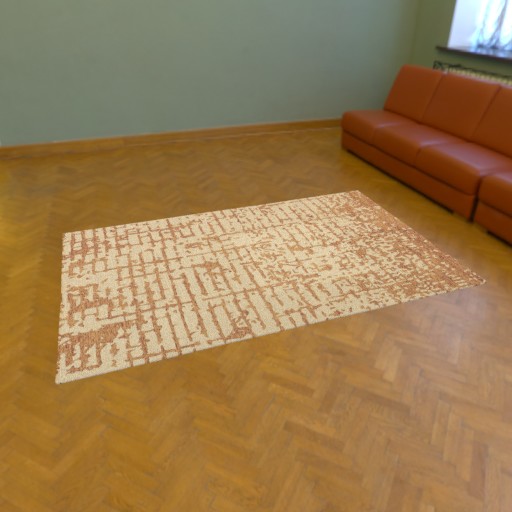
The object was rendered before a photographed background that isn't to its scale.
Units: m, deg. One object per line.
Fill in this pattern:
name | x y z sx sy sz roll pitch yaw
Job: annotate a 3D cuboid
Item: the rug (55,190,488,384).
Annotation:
rug | 0.000 0.000 2.940 2.435 0.011 1.517 -10 32 -17
